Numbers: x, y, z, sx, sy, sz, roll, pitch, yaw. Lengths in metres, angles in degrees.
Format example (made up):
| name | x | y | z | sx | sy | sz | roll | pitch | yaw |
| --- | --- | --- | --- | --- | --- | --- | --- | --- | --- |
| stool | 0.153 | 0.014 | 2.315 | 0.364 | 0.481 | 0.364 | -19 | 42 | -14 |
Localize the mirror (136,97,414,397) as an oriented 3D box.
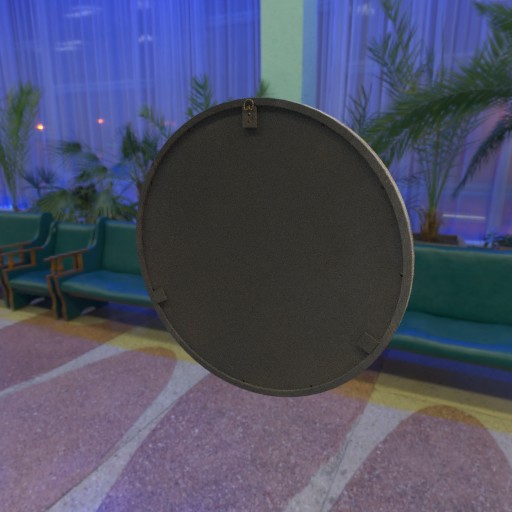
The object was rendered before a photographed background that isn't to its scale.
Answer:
| name | x | y | z | sx | sy | sz | roll | pitch | yaw |
| --- | --- | --- | --- | --- | --- | --- | --- | --- | --- |
| mirror | 0.000 | 0.000 | 1.054 | 0.710 | 0.710 | 0.038 | 7 | 16 | 26 |
